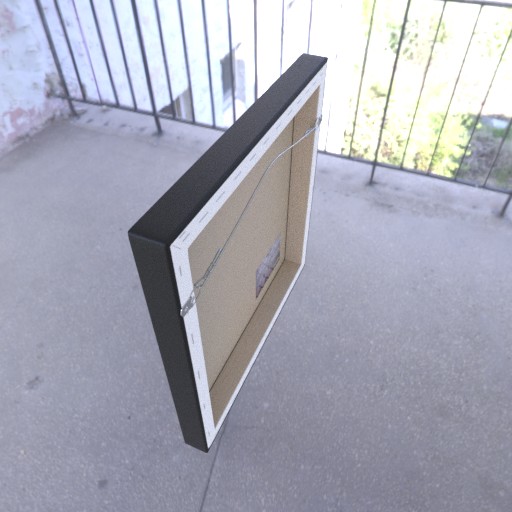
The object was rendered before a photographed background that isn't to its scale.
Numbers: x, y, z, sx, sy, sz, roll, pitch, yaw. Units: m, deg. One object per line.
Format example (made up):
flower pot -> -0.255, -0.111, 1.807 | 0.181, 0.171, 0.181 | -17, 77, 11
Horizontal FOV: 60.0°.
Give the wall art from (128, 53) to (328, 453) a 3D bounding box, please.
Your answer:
wall art -> 0.000, 0.000, 0.615 | 0.041, 0.407, 0.406 | 18, 48, 17
